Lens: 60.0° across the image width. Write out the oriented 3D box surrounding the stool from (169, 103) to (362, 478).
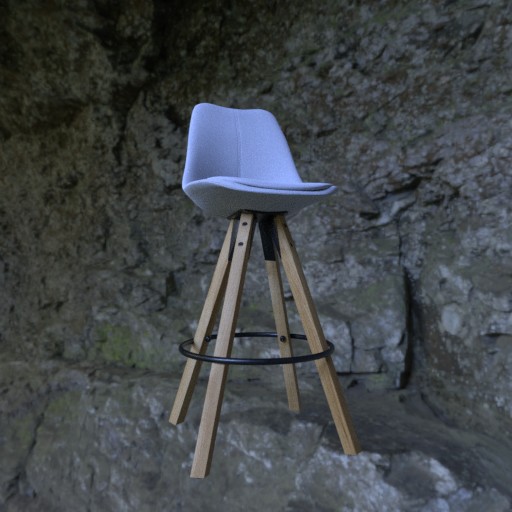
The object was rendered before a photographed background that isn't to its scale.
[{"bbox_3d":[0.000,0.000,1.382,0.484,1.115,0.550,0,-1,-18],"label":"stool"}]
